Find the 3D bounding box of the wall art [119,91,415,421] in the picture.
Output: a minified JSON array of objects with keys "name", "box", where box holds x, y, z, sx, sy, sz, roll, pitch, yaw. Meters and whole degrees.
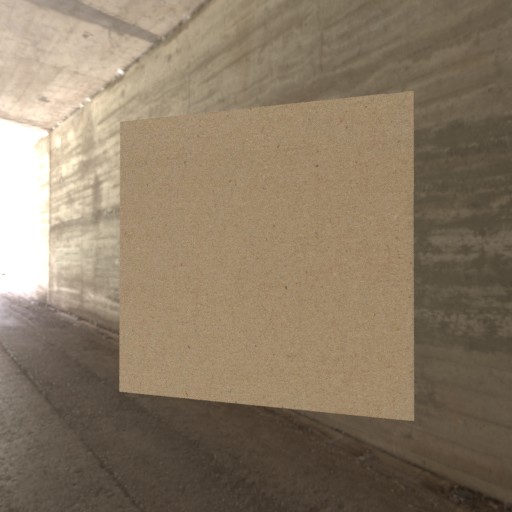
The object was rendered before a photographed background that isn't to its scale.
[{"name":"wall art","box":[0.000,0.000,0.488,0.327,0.318,0.029,0,-1,17]}]
